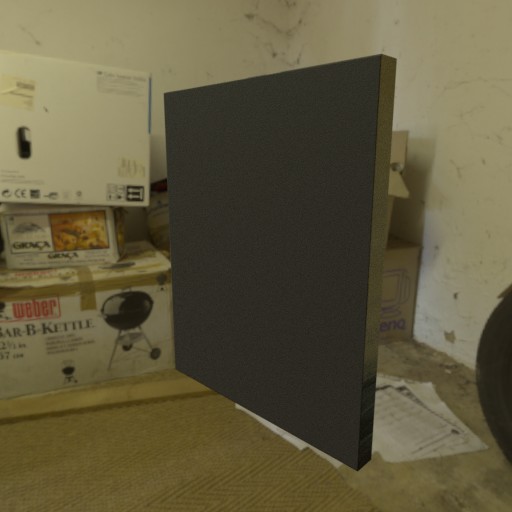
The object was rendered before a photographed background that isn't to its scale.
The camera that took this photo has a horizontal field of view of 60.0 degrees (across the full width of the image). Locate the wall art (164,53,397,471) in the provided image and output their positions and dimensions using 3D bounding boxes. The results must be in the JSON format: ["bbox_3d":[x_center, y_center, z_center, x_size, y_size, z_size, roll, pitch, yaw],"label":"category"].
[{"bbox_3d":[0.000,0.000,0.810,0.489,0.608,0.040,12,17,44],"label":"wall art"}]
